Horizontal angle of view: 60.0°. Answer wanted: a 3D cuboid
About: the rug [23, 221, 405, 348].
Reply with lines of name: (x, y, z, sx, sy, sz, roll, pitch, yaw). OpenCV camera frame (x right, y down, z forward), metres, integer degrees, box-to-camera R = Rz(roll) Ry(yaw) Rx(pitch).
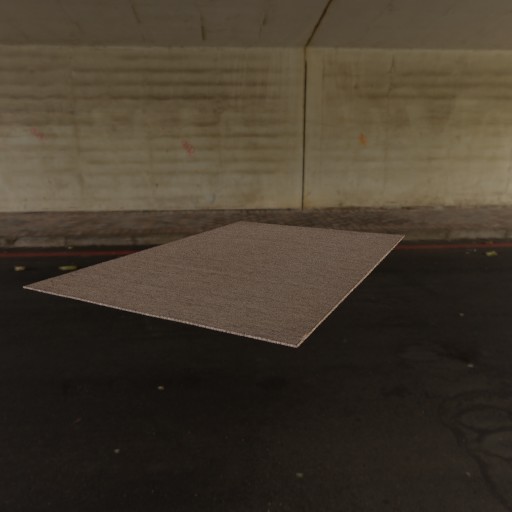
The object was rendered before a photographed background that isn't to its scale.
rug: (0.000, 0.000, 2.360, 1.225, 0.013, 1.840, 7, 16, 26)
